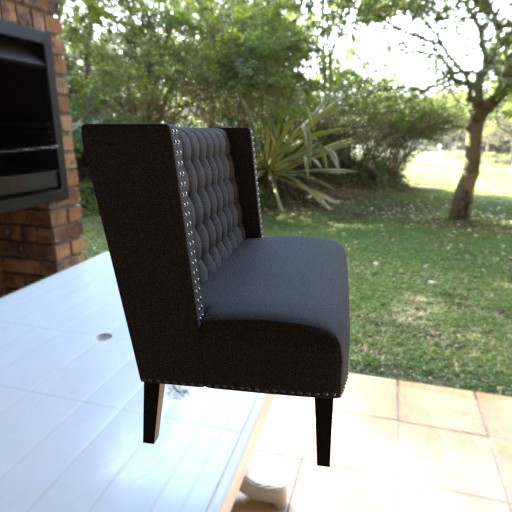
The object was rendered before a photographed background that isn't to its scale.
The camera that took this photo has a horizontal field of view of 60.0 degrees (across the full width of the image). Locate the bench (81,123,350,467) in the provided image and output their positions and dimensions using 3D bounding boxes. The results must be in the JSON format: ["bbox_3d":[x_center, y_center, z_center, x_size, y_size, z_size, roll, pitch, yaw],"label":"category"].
[{"bbox_3d":[0.000,0.000,1.994,0.842,1.121,1.276,3,16,10],"label":"bench"}]
